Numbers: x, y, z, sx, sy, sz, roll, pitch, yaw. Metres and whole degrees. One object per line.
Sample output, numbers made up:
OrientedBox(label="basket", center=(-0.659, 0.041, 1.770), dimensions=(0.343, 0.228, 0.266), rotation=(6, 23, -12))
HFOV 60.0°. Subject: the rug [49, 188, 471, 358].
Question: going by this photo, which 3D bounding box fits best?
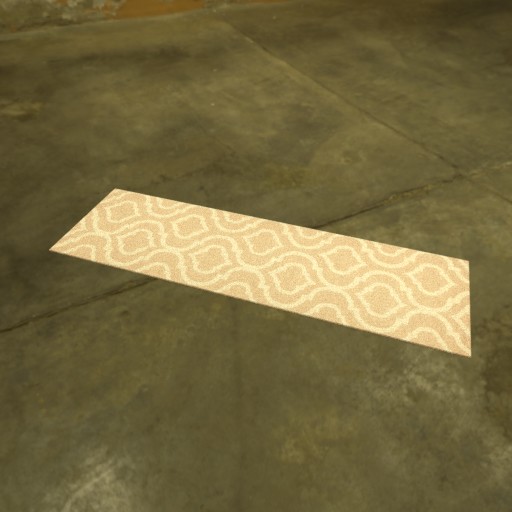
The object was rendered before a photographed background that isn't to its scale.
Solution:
OrientedBox(label="rug", center=(0.000, 0.000, 2.522), dimensions=(2.289, 0.013, 0.691), rotation=(13, 43, 14))
